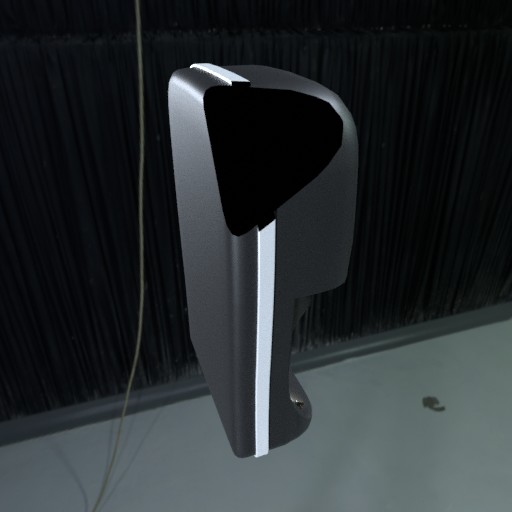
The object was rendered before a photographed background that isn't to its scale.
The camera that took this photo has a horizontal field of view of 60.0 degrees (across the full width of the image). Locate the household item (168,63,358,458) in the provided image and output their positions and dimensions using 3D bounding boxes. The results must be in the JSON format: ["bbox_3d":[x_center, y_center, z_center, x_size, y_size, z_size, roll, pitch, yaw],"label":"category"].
[{"bbox_3d":[0.000,0.000,0.145,0.038,0.114,0.070,-10,31,-18],"label":"household item"}]
